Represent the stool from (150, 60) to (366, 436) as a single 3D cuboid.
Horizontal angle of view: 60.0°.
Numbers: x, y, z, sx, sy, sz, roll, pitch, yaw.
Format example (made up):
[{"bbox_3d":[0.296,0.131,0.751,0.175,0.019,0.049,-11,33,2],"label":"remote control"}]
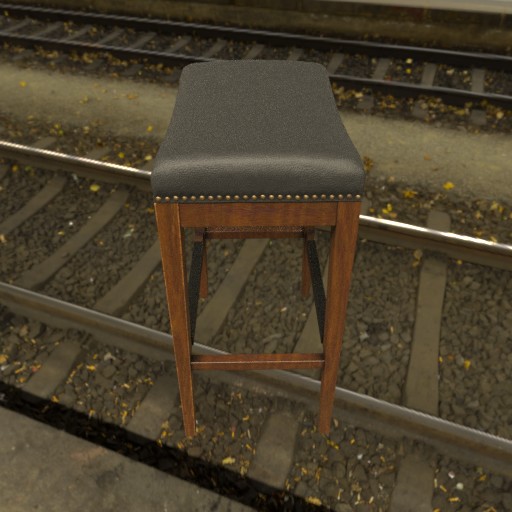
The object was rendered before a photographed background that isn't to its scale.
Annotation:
[{"bbox_3d":[0.000,0.000,1.052,0.361,0.765,0.500,-1,41,-1],"label":"stool"}]
